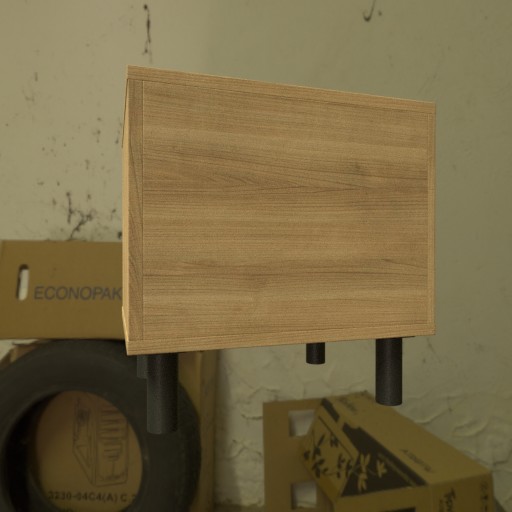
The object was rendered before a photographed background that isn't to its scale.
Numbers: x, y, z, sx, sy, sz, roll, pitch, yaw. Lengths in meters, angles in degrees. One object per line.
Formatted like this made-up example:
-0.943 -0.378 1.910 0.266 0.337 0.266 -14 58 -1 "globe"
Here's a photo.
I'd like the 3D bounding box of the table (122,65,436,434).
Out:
0.000 0.000 0.779 0.445 0.460 0.380 0 0 -18 "table"
